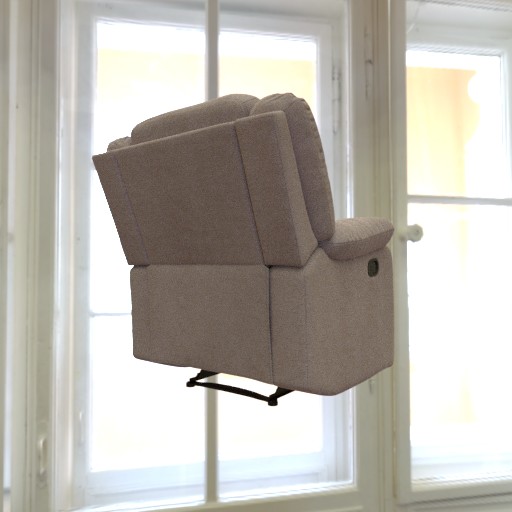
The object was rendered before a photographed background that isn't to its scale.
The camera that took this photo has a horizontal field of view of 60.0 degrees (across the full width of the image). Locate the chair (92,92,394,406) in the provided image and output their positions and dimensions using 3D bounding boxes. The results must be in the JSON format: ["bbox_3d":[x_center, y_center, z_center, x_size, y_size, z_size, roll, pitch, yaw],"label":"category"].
[{"bbox_3d":[0.000,0.000,1.741,0.899,1.008,0.944,-1,-1,36],"label":"chair"}]
